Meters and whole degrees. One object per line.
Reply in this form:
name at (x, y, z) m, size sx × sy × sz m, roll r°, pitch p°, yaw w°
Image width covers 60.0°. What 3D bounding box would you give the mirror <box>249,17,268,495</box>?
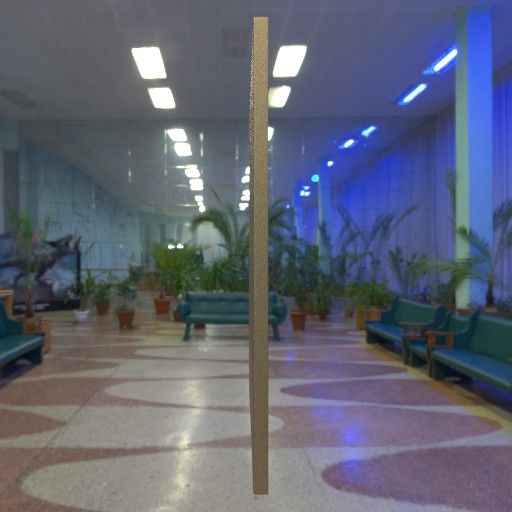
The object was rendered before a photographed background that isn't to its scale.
mirror at (0.000, 0.000, 1.326) m, size 0.032 × 1.023 × 0.756 m, roll 0°, pitch 0°, yaw -2°
